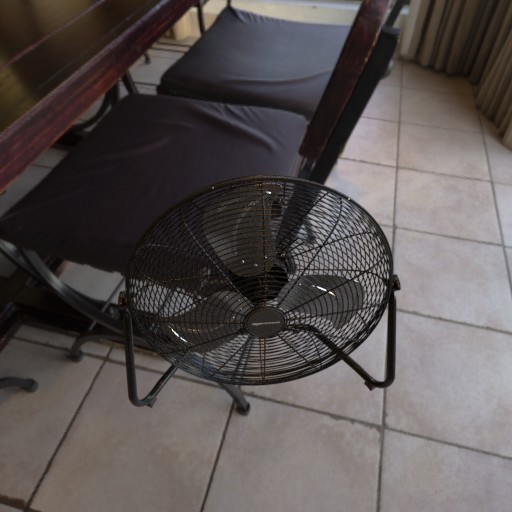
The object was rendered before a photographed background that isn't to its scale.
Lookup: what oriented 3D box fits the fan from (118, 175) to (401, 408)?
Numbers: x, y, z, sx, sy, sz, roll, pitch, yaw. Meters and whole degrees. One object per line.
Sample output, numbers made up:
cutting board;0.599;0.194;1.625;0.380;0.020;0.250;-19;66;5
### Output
fan;0.000;0.000;0.926;0.555;0.546;0.424;-3;47;-3
